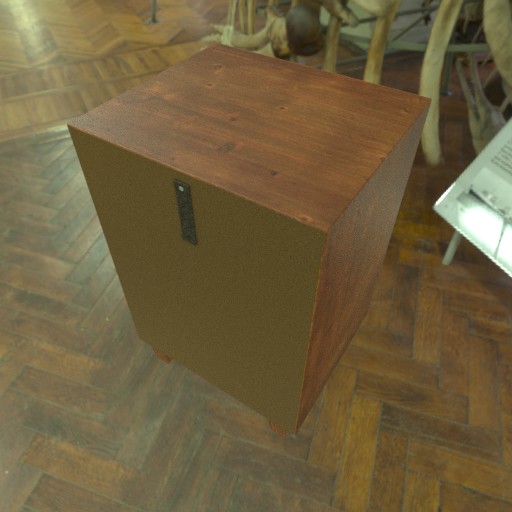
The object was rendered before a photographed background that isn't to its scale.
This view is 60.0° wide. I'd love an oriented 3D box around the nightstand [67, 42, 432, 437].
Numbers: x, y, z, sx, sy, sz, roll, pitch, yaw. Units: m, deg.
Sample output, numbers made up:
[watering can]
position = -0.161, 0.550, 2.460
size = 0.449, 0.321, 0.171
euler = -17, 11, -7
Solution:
[nightstand]
position = 0.000, 0.000, 0.987
size = 0.465, 0.695, 0.410
euler = 25, 51, 22
